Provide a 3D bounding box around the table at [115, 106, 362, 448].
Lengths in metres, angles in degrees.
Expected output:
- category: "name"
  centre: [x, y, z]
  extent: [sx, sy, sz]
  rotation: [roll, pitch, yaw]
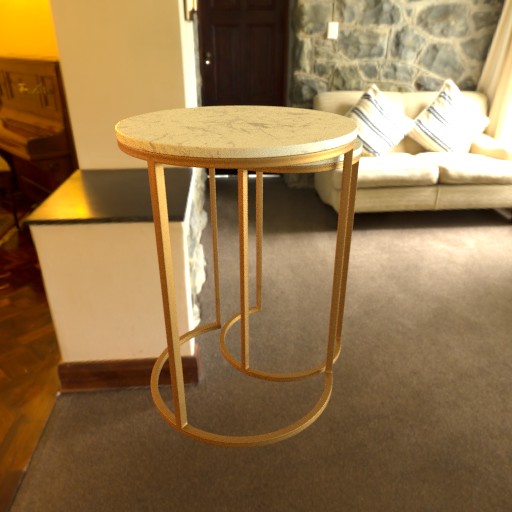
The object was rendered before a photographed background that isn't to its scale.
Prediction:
- category: "table"
  centre: [0.000, 0.000, 0.912]
  extent: [0.400, 0.550, 0.507]
  rotation: [18, 31, 32]
